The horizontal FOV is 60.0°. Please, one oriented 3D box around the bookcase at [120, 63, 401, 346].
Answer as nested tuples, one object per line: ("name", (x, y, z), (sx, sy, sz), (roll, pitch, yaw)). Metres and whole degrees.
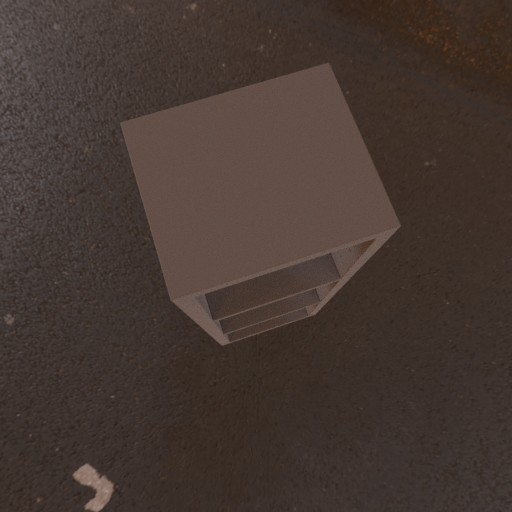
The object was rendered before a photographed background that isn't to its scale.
("bookcase", (0.000, 0.000, 1.269), (0.390, 1.080, 0.330), (-18, 76, -5))
